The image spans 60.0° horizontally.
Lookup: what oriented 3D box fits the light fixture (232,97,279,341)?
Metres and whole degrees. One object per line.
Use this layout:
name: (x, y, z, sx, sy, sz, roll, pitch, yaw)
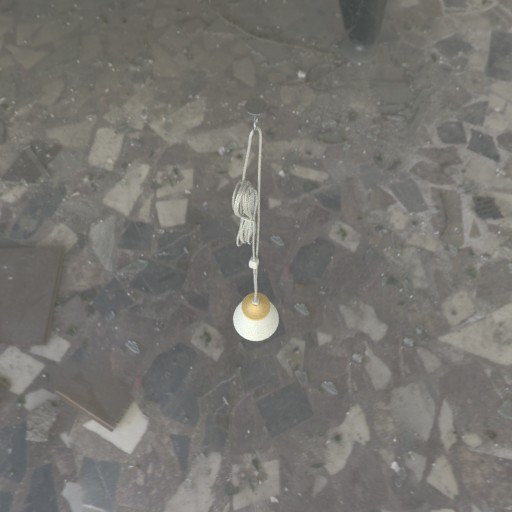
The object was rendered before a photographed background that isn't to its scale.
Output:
light fixture: (0.000, 0.000, 1.056, 0.153, 0.966, 0.153, 33, 69, 15)
